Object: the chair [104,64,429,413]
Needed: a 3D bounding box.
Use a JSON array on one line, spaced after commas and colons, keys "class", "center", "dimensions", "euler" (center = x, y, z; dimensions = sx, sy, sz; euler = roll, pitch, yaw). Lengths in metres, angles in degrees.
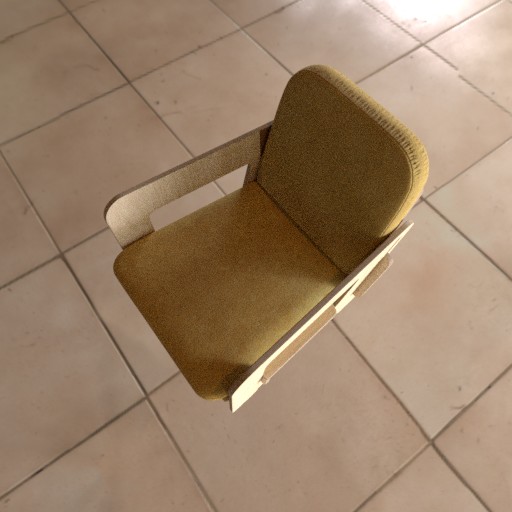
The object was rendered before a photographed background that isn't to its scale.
[{"class": "chair", "center": [0.000, 0.000, 1.283], "dimensions": [0.710, 0.800, 0.590], "euler": [-34, 68, -16]}]
